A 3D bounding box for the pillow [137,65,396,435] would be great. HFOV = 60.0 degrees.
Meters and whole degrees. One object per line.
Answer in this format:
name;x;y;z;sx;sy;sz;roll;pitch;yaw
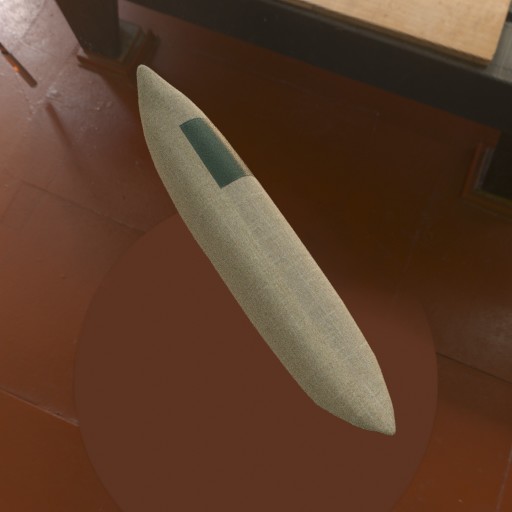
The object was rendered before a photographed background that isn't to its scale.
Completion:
pillow;0.000;0.000;1.036;0.197;0.429;0.859;-33;78;-8
